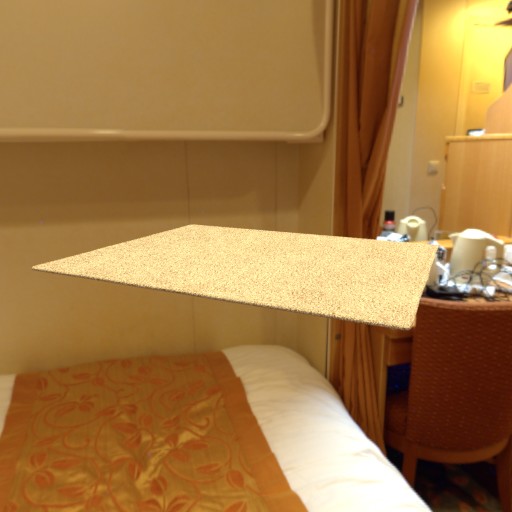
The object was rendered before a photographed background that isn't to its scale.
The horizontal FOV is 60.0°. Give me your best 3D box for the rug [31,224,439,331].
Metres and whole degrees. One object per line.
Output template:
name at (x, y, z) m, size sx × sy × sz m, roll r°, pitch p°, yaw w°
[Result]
rug at (0.000, 0.000, 4.152) m, size 3.047 × 0.029 × 2.438 m, roll 6°, pitch 15°, yaw 25°
